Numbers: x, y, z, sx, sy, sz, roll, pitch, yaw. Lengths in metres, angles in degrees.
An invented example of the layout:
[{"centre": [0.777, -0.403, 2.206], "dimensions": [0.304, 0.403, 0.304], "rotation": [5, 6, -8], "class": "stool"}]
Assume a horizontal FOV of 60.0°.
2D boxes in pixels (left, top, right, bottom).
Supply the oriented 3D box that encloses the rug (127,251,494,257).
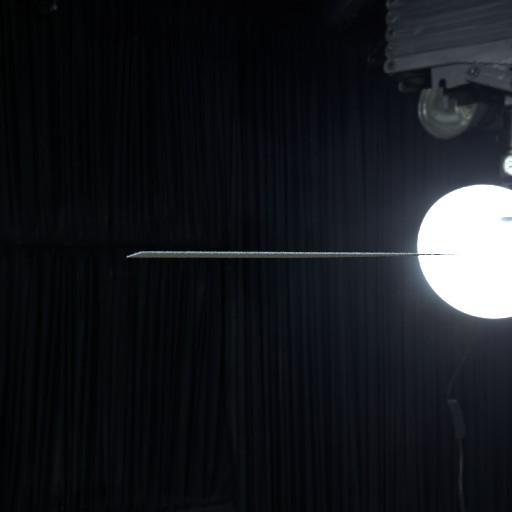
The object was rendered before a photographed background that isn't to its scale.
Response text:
[{"centre": [0.000, 0.000, 3.647], "dimensions": [1.982, 0.006, 2.895], "rotation": [0, -1, -18], "class": "rug"}]
